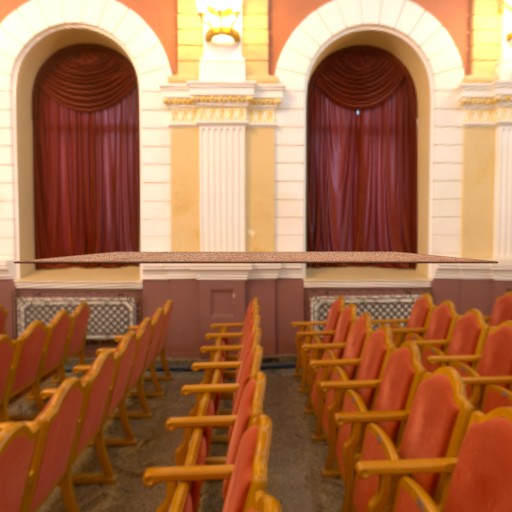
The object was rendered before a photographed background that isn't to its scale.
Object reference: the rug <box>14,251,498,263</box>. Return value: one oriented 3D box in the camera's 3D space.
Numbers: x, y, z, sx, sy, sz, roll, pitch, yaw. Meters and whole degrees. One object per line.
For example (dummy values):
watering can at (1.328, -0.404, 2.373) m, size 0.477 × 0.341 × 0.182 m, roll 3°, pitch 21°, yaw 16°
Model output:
rug at (0.000, 0.000, 2.841) m, size 2.286 × 0.011 × 1.524 m, roll 0°, pitch 2°, yaw 0°
